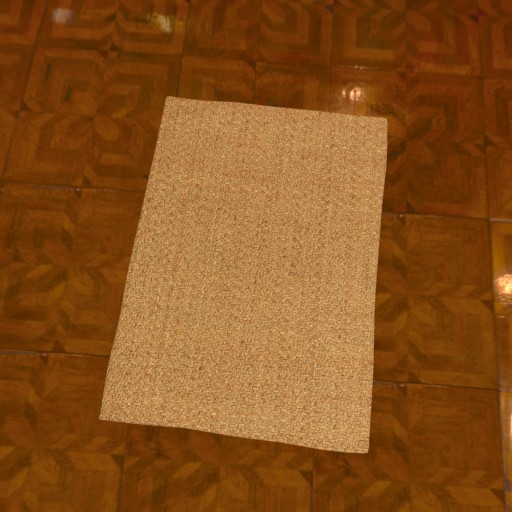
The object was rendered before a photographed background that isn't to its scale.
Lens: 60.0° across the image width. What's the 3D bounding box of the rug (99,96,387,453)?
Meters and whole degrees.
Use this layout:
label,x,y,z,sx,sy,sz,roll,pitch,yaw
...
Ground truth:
label,x,y,z,sx,sy,sz,roll,pitch,yaw
rug,0.000,0.000,2.771,1.566,0.013,2.141,6,75,2
